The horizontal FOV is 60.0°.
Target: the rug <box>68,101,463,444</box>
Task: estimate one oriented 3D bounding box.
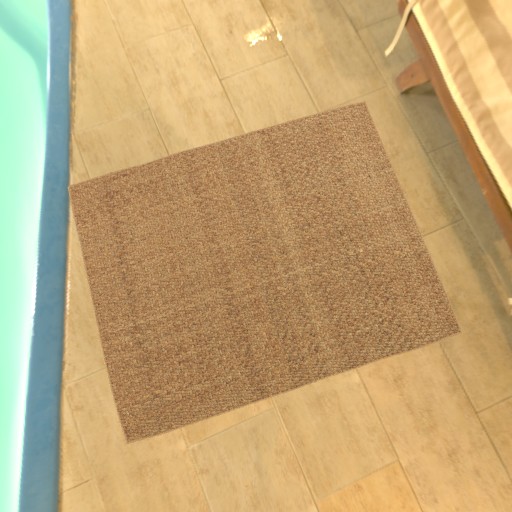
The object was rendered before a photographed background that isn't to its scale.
[{"bbox_3d":[0.000,0.000,4.037,3.048,0.013,2.439,-17,76,-4],"label":"rug"}]
